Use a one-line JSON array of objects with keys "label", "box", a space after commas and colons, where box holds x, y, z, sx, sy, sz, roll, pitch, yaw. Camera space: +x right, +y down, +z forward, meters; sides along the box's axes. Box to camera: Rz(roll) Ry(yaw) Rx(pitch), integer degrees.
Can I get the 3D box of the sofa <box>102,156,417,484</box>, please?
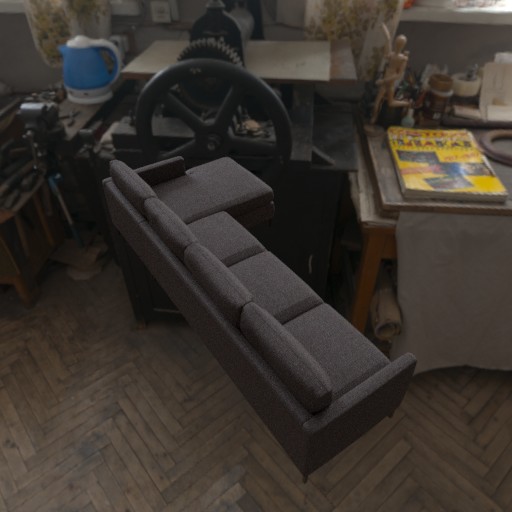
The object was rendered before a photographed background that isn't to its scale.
[{"label": "sofa", "box": [0.000, 0.000, 3.786, 1.483, 0.892, 3.221, -24, 46, -26]}]
